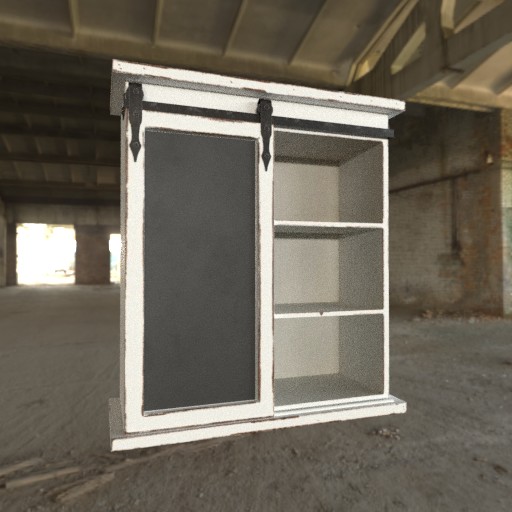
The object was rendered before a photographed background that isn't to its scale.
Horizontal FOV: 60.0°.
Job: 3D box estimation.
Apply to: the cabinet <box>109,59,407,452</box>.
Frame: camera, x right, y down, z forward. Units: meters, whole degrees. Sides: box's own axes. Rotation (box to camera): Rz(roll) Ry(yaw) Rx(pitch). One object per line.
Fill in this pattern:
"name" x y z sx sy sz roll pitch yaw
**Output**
"cabinet" 0.000 0.000 0.867 0.541 0.603 0.210 0 -1 -19
